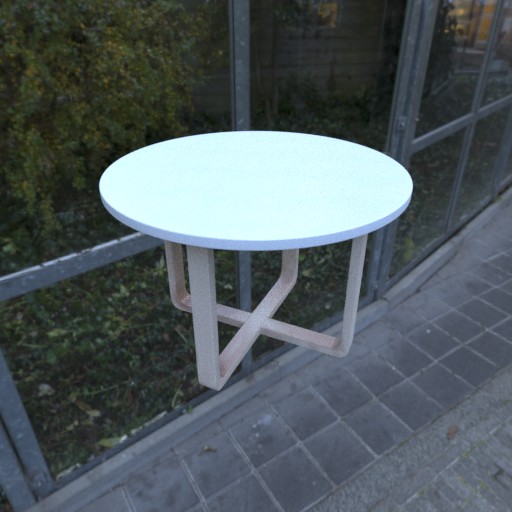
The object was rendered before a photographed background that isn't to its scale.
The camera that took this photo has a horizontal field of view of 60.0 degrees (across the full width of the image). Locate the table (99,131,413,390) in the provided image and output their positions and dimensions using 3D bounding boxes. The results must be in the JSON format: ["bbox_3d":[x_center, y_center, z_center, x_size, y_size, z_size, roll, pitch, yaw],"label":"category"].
[{"bbox_3d":[0.000,0.000,0.986,0.600,0.400,0.600,0,30,0],"label":"table"}]
